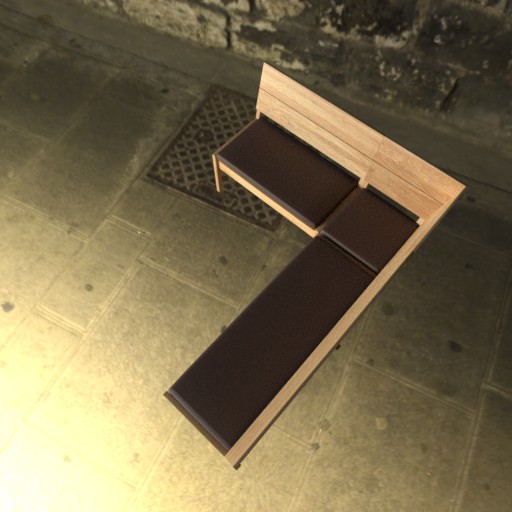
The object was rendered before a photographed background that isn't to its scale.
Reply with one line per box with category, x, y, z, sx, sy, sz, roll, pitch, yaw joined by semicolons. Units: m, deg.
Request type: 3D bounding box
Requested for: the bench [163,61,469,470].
bench;0.000;0.000;2.810;1.549;0.890;1.975;38;69;17
